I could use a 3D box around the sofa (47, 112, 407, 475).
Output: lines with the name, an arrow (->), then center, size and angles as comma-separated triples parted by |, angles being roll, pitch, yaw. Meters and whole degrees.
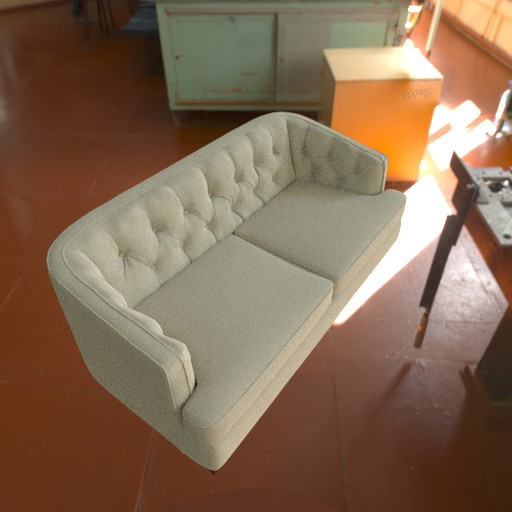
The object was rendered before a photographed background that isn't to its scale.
sofa -> 0.000, 0.000, 2.192 | 0.941, 0.855, 1.733 | 25, 47, 26
